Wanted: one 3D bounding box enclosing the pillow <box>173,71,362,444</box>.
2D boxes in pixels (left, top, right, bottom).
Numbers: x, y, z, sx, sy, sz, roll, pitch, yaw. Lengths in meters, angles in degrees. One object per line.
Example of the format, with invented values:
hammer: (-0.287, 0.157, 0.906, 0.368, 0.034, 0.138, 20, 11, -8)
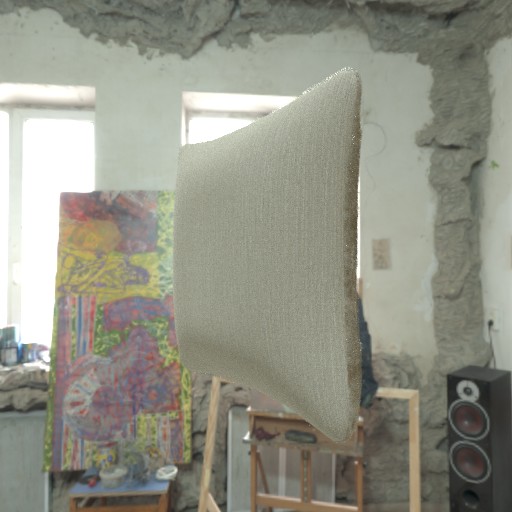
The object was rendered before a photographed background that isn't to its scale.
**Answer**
pillow: (0.000, 0.000, 0.829, 0.216, 0.525, 0.538, 1, -1, -36)
